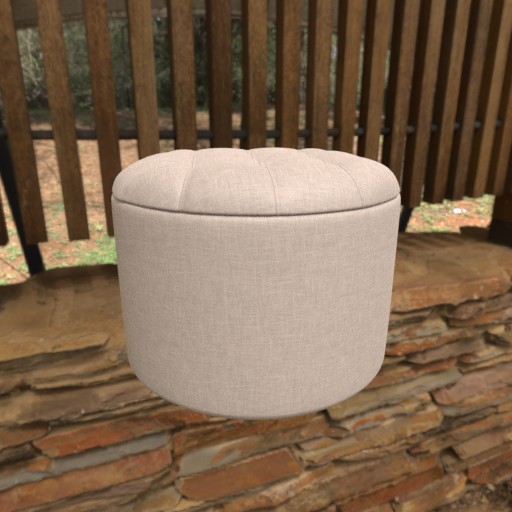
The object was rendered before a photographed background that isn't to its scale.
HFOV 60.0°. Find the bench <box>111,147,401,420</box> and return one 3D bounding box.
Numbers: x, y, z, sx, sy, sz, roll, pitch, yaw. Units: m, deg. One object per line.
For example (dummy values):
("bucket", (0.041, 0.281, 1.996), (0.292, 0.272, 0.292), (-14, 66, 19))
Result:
("bench", (0.000, 0.000, 1.004), (0.600, 0.453, 0.600), (0, 18, 0))
